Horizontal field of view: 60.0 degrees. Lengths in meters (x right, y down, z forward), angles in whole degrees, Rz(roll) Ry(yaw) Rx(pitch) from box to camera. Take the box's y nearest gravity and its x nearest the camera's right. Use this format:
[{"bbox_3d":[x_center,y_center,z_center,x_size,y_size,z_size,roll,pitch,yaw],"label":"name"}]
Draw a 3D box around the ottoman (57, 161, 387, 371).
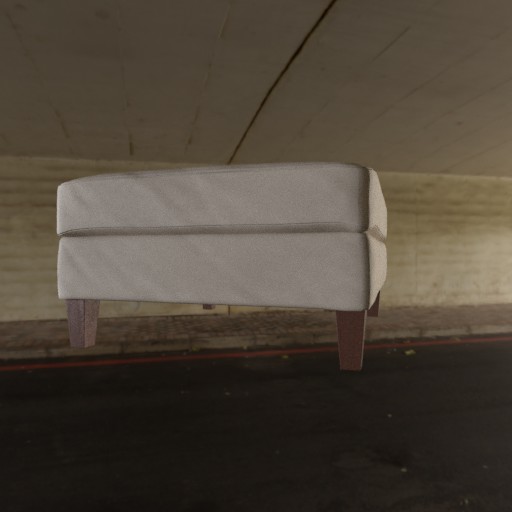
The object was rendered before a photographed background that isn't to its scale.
[{"bbox_3d":[0.000,0.000,1.506,0.836,0.492,1.002,0,0,18],"label":"ottoman"}]
